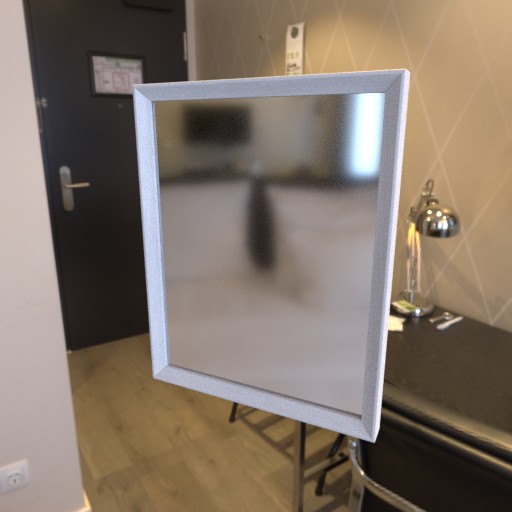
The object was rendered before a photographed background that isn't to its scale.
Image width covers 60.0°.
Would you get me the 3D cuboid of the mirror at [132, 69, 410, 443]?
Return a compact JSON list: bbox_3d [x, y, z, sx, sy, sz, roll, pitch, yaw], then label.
[{"bbox_3d":[0.000,0.000,0.683,0.406,0.509,0.041,7,17,25],"label":"mirror"}]
